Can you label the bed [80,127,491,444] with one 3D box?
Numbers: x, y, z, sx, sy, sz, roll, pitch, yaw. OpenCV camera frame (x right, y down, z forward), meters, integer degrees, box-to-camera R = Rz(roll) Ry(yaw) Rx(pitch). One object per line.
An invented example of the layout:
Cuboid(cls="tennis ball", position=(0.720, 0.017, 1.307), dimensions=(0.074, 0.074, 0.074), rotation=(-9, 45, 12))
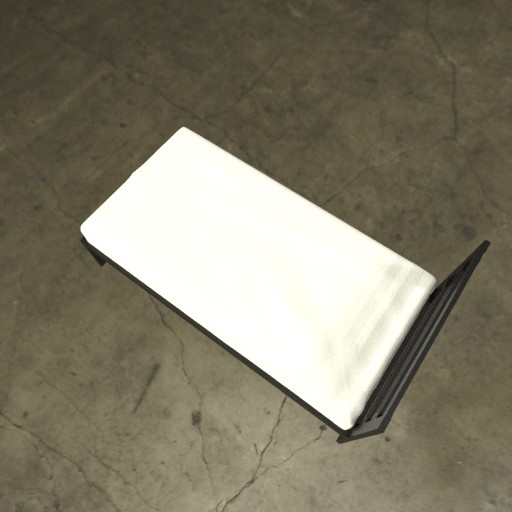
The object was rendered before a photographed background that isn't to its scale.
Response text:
Cuboid(cls="bed", position=(0.000, 0.000, 2.508), dimensions=(1.930, 0.967, 0.991), rotation=(33, 69, 15))
